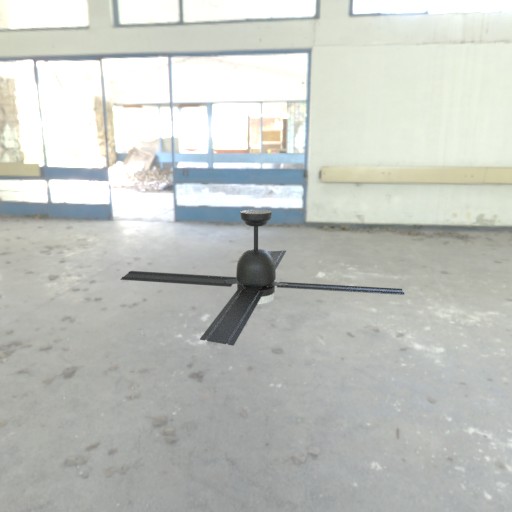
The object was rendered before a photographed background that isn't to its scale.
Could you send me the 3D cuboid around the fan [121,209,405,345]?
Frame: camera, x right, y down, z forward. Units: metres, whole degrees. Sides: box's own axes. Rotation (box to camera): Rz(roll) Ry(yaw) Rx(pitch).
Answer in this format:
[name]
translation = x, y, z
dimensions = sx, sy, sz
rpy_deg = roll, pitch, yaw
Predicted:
[fan]
translation = 0.000, 0.000, 2.040
dimensions = 1.319, 0.410, 1.319
rpy_deg = 2, 14, 9
